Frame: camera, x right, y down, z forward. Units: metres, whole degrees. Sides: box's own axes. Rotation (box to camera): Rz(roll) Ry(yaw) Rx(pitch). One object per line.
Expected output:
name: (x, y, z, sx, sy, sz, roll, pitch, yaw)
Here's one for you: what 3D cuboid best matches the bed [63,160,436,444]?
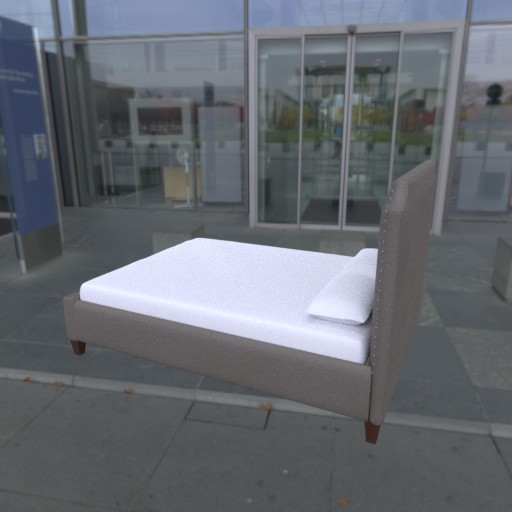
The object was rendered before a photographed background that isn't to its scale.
bed: (0.000, 0.000, 3.412, 2.372, 1.443, 1.712, 8, 18, 25)
